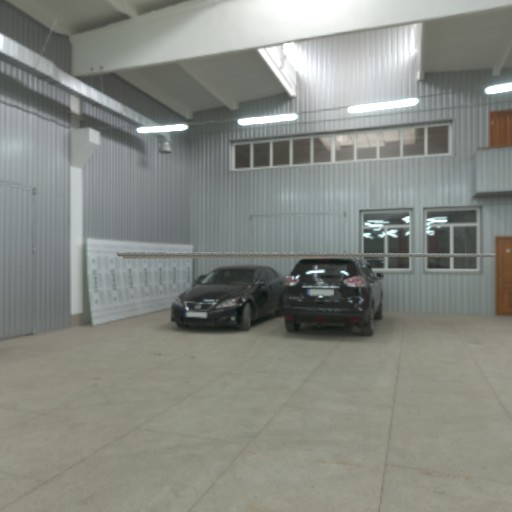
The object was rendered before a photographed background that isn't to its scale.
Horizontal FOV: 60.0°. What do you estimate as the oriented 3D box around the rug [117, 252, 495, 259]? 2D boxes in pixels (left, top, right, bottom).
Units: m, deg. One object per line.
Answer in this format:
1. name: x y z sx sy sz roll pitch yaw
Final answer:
1. rug: 0.000 0.000 4.166 2.434 0.045 3.202 0 -1 -16
